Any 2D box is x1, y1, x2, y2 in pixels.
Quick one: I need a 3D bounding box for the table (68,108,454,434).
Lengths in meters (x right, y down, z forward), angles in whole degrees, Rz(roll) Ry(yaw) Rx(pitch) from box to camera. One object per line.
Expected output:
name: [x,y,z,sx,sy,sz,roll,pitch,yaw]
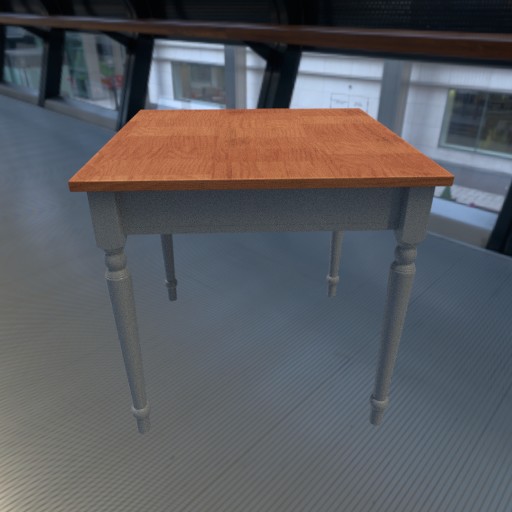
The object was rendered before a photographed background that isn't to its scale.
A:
table: [0.000,0.000,1.356,0.747,0.738,0.747,-1,28,-2]
